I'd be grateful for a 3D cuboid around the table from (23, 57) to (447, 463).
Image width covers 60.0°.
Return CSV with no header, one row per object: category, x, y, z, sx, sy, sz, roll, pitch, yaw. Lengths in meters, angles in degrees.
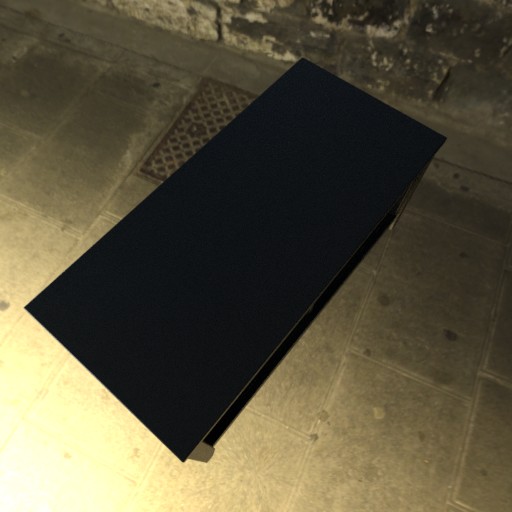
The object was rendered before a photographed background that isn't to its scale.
table,0.000,0.000,1.278,0.483,0.457,1.016,37,69,16
